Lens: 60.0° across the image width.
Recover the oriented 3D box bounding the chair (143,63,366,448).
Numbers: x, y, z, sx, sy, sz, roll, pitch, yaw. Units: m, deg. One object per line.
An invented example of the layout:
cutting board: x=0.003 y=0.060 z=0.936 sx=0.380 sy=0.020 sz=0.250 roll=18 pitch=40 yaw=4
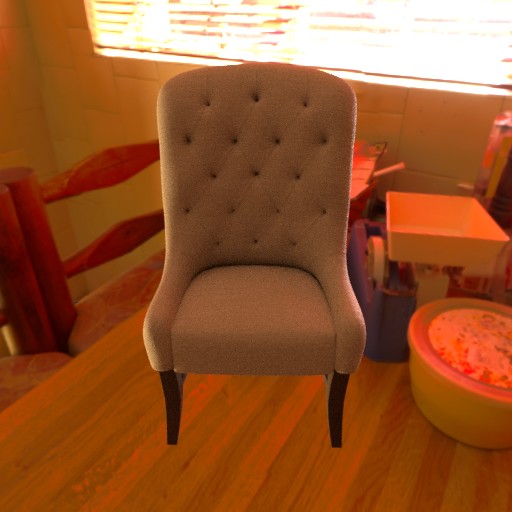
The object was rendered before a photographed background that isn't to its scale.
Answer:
chair: x=0.000 y=0.000 z=1.446 sx=0.634 sy=1.091 sz=0.629 roll=1 pitch=31 yaw=1
